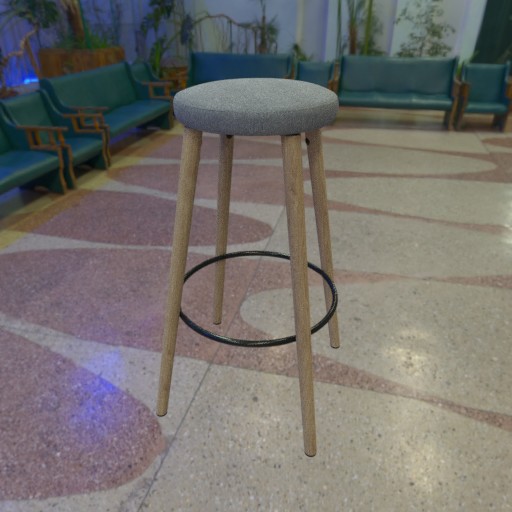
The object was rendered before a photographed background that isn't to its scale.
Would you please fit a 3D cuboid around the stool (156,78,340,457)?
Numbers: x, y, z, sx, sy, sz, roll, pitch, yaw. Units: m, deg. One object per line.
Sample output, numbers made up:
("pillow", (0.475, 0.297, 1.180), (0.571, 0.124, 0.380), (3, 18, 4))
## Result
("stool", (0.000, 0.000, 1.040), (0.410, 0.770, 0.410), (9, 31, 15))
